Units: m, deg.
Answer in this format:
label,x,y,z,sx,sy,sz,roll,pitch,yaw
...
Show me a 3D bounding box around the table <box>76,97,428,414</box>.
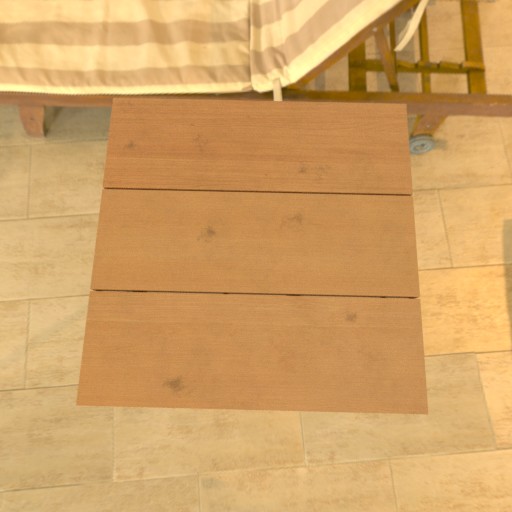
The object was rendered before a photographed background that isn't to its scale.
label,x,y,z,sx,sy,sz,roll,pitch,yaw
table,0.000,0.000,1.715,1.100,0.400,1.100,1,75,0
